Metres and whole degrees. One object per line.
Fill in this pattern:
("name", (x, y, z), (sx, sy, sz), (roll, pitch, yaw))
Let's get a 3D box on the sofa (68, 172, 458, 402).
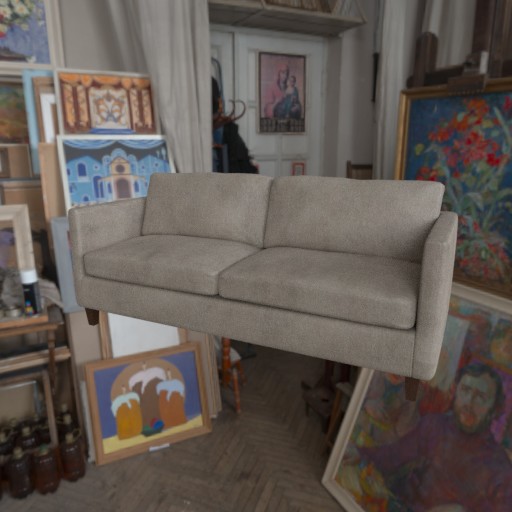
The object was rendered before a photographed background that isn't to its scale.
("sofa", (0.000, 0.000, 2.730), (2.208, 0.965, 0.951), (7, 16, 25))
